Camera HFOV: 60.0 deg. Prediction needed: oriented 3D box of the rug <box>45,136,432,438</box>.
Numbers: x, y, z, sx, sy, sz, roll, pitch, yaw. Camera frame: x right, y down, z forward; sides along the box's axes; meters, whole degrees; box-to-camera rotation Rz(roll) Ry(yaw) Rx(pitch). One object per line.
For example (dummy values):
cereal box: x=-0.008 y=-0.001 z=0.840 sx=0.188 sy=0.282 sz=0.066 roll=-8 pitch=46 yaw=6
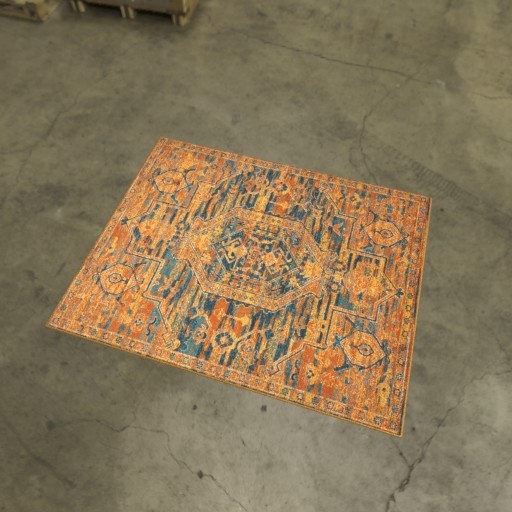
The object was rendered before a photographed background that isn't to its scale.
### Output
rug: x=0.000 y=0.000 z=4.176 sx=3.040 sy=0.031 sz=2.435 roll=15 pitch=59 yaw=9
